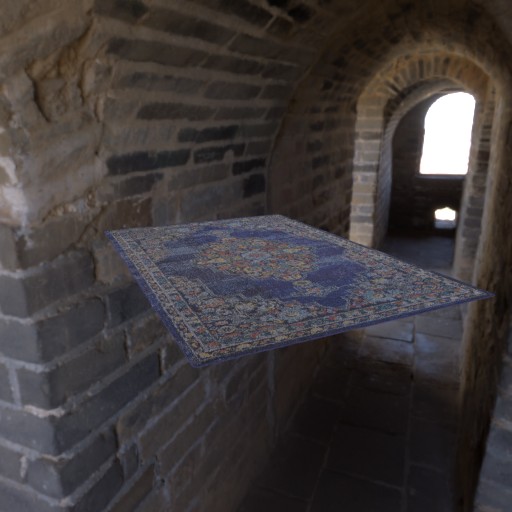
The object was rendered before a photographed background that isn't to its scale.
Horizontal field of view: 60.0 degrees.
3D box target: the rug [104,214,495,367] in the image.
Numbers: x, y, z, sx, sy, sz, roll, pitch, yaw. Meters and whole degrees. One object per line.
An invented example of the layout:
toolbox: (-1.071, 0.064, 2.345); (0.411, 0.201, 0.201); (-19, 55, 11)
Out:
rug: (0.000, 0.000, 3.704); (2.053, 0.011, 2.940); (-8, 18, -25)
